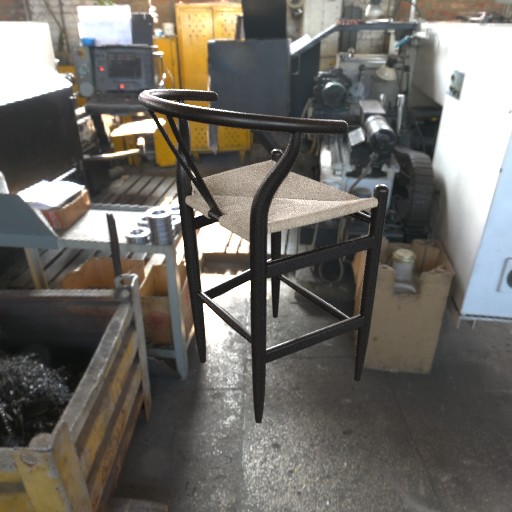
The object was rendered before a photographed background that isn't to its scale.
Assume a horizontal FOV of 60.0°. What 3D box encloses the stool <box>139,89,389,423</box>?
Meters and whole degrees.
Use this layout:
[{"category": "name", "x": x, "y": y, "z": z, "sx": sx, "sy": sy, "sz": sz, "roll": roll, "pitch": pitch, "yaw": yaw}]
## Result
[{"category": "stool", "x": 0.000, "y": 0.000, "z": 1.357, "sx": 0.579, "sy": 0.970, "sz": 0.569, "roll": -19, "pitch": 34, "yaw": -32}]
